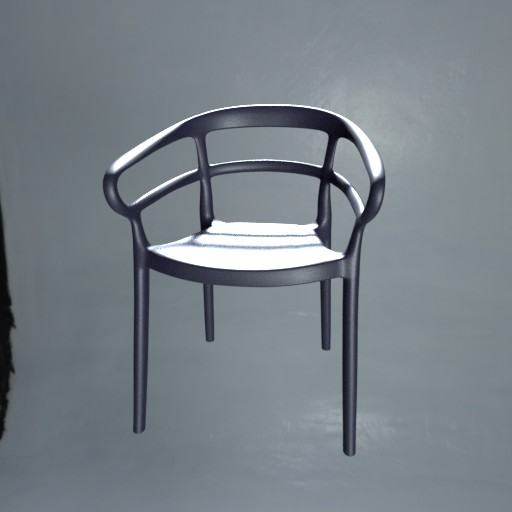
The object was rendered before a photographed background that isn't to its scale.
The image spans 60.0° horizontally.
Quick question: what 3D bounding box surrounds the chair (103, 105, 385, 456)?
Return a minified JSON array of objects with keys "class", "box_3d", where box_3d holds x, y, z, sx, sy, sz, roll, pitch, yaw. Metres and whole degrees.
[{"class":"chair","box_3d":[0.000,0.000,1.142,0.559,0.761,0.527,2,16,8]}]
